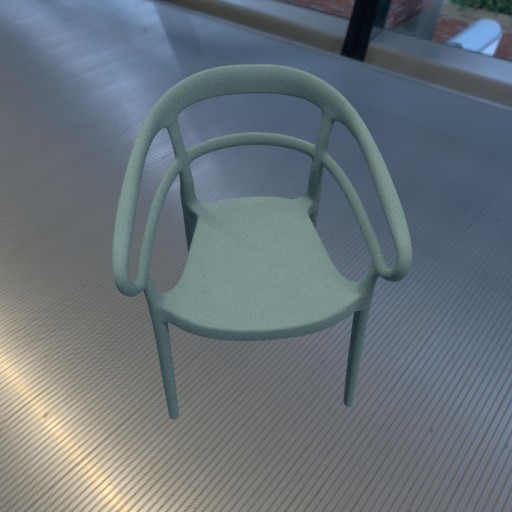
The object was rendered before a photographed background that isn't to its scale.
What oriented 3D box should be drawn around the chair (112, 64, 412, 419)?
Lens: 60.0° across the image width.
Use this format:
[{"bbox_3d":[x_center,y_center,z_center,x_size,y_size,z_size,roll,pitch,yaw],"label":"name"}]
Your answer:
[{"bbox_3d":[0.000,0.000,1.138,0.559,0.761,0.527,-3,47,-3],"label":"chair"}]
